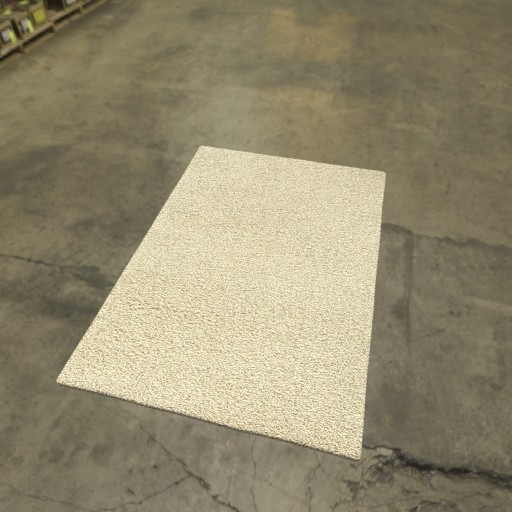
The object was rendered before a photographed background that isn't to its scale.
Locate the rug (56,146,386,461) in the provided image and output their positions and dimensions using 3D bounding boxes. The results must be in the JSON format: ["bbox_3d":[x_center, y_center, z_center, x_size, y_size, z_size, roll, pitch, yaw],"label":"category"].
[{"bbox_3d":[0.000,0.000,2.276,1.219,0.030,1.778,10,47,10],"label":"rug"}]
